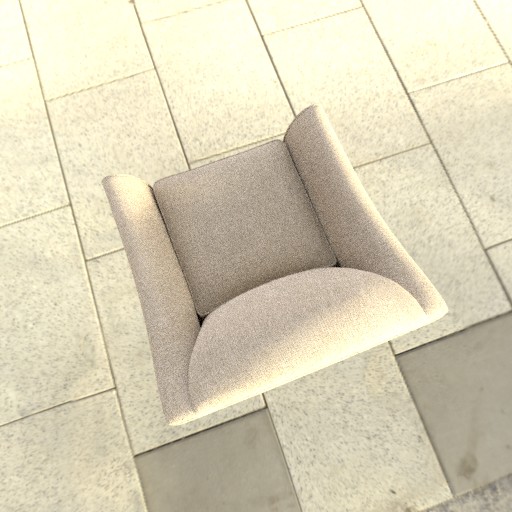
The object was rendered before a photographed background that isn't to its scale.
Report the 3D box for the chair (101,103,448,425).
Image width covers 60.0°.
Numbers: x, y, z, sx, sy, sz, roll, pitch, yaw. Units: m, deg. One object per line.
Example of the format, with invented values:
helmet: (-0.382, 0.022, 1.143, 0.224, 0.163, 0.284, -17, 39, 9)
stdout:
chair: (0.000, 0.000, 1.459, 0.763, 0.839, 0.787, -21, 76, -5)
